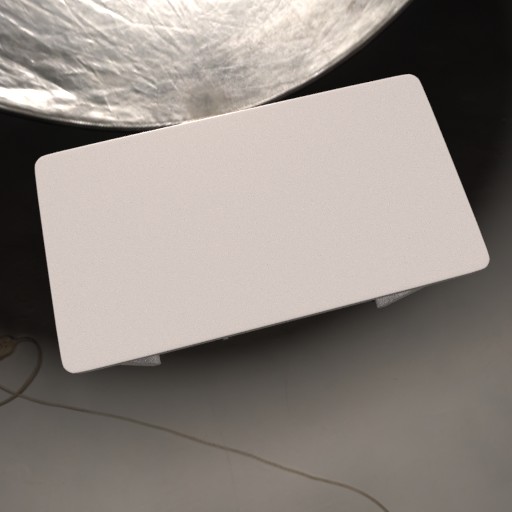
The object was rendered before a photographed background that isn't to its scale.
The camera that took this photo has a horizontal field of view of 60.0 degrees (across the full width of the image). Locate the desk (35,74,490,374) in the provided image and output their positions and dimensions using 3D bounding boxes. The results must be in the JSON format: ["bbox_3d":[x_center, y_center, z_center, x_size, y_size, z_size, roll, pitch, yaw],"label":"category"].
[{"bbox_3d":[0.000,0.000,1.295,0.877,0.763,0.475,-14,76,-3],"label":"desk"}]
